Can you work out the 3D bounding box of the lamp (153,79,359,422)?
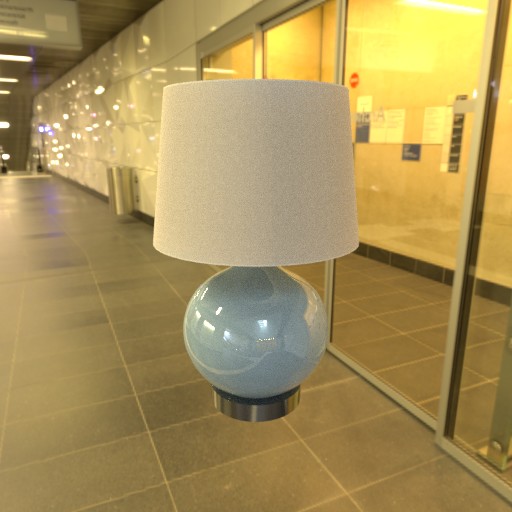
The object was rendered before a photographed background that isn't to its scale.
[{"bbox_3d":[0.000,0.000,0.549,0.247,0.387,0.247,0,15,0],"label":"lamp"}]
